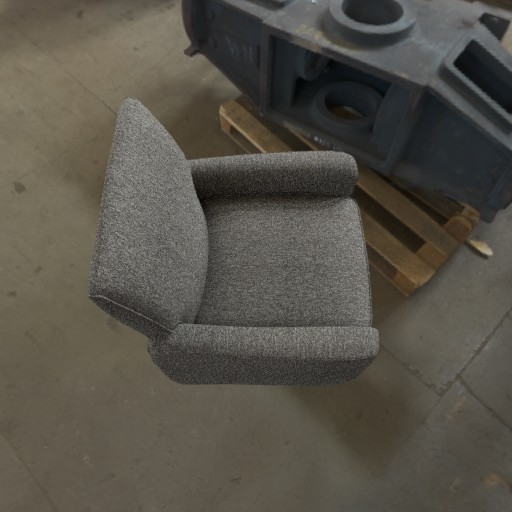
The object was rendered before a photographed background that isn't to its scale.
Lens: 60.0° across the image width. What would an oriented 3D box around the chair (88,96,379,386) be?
[{"bbox_3d":[0.000,0.000,1.660,0.864,1.014,0.848,0,64,0],"label":"chair"}]
